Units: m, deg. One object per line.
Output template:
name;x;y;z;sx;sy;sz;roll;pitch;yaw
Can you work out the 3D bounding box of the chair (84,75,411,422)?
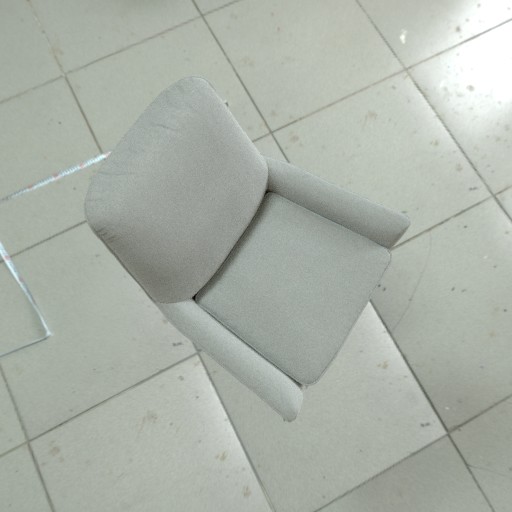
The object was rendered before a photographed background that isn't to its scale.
chair;0.000;0.000;1.519;0.822;0.888;0.787;32;78;8
